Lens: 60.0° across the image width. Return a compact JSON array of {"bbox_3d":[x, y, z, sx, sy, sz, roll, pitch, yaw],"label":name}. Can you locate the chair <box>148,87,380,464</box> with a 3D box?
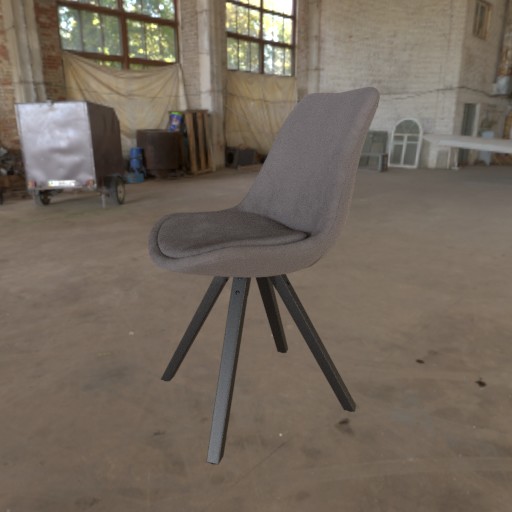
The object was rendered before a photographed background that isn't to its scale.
[{"bbox_3d":[0.000,0.000,1.188,0.550,0.850,0.476,-8,18,-26],"label":"chair"}]
